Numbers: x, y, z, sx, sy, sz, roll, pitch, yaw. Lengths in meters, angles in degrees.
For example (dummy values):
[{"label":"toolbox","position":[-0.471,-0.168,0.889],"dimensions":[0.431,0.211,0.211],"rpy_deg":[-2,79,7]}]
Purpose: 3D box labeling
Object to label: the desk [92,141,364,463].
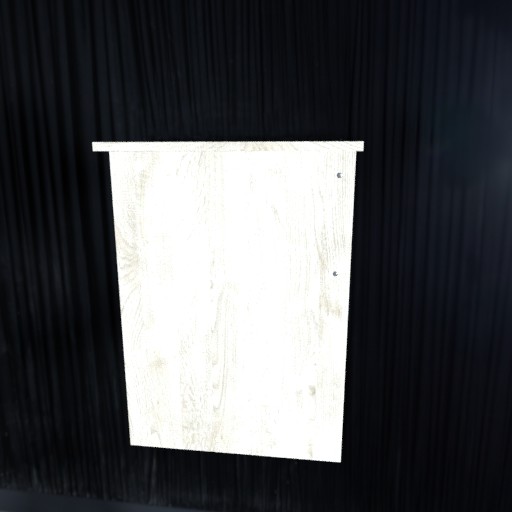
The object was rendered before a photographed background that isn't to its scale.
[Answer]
[{"label":"desk","position":[0.000,0.000,1.511],"dimensions":[0.560,0.730,1.096],"rpy_deg":[2,13,7]}]
